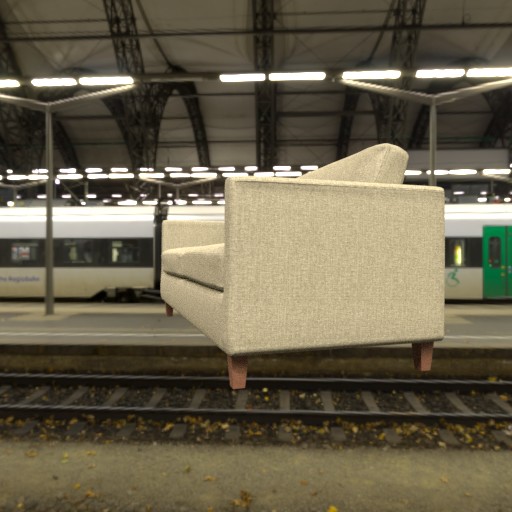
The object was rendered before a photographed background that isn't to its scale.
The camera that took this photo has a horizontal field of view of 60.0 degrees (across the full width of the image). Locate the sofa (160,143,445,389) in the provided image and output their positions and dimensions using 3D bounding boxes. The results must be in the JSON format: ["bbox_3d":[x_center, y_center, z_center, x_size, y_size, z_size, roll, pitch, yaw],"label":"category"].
[{"bbox_3d":[0.000,0.000,2.708,0.956,0.960,2.208,0,0,-18],"label":"sofa"}]
